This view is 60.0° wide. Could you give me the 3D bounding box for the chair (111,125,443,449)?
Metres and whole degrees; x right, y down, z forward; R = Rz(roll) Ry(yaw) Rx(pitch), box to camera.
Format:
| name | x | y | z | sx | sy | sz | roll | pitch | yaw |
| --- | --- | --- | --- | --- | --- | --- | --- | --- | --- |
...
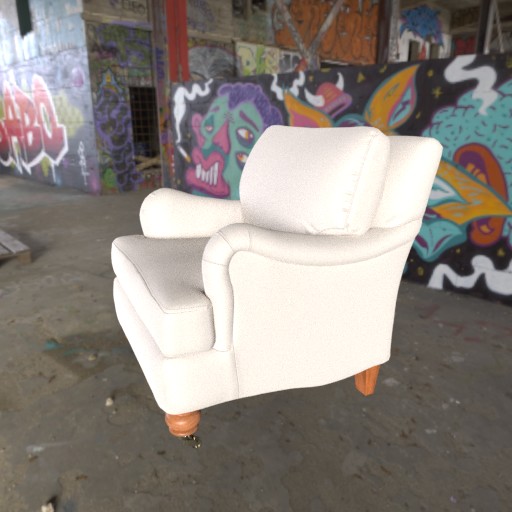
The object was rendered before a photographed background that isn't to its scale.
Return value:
| name | x | y | z | sx | sy | sz | roll | pitch | yaw |
| --- | --- | --- | --- | --- | --- | --- | --- | --- | --- |
| chair | 0.000 | 0.000 | 1.845 | 1.070 | 1.038 | 0.955 | -8 | 19 | -25 |
